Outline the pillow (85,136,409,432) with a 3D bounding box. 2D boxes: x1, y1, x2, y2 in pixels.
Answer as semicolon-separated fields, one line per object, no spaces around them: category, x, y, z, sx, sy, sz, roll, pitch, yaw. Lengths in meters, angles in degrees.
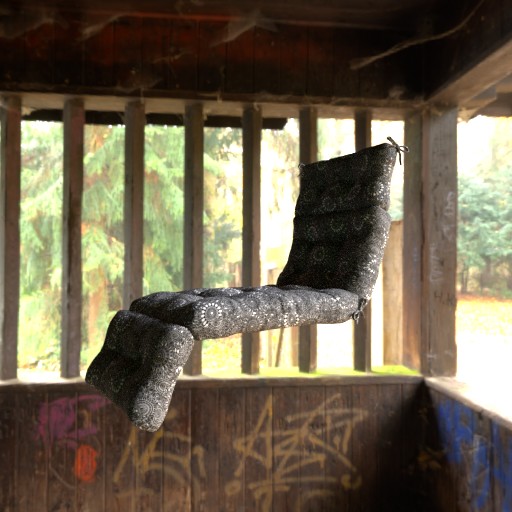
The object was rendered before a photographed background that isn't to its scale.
pillow;0.000;0.000;1.516;1.016;0.863;0.526;1;-1;-35
